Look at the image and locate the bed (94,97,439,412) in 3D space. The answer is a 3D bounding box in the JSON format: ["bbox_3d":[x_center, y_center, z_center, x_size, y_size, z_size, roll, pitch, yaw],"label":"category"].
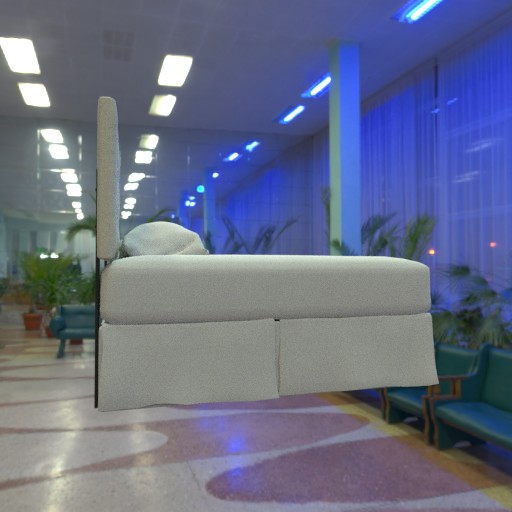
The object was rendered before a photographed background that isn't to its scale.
[{"bbox_3d":[0.000,0.000,3.006,1.997,1.571,1.261,0,-1,-16],"label":"bed"}]
